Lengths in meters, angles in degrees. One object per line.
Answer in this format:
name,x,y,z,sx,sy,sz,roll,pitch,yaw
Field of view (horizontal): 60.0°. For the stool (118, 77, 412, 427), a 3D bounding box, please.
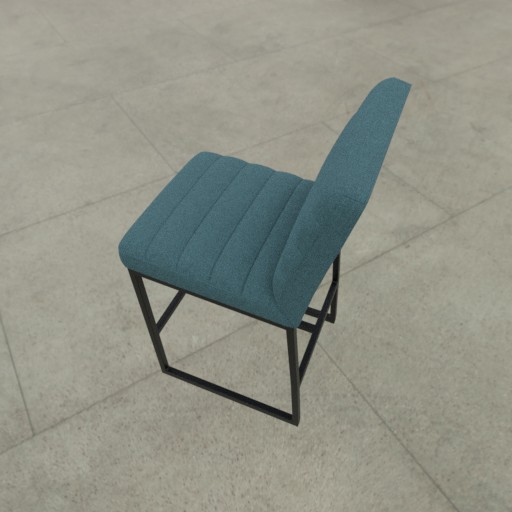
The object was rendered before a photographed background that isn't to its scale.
stool,0.000,0.000,1.236,0.560,0.940,0.460,17,49,15
